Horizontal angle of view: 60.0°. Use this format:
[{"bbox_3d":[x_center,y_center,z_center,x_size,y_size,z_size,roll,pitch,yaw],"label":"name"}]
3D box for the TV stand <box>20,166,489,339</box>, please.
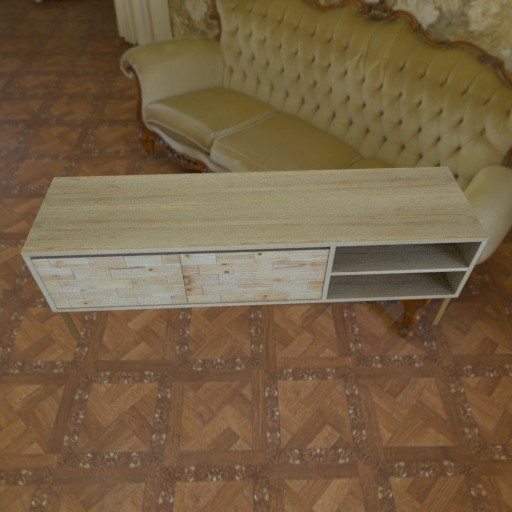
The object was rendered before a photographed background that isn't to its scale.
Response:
[{"bbox_3d":[0.000,0.000,1.854,1.600,0.550,0.420,-2,47,-2],"label":"TV stand"}]
